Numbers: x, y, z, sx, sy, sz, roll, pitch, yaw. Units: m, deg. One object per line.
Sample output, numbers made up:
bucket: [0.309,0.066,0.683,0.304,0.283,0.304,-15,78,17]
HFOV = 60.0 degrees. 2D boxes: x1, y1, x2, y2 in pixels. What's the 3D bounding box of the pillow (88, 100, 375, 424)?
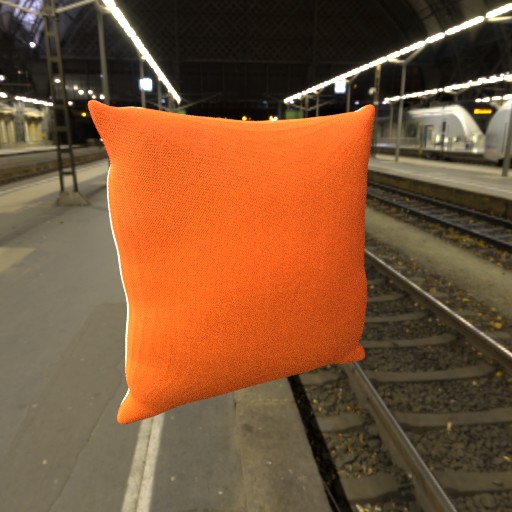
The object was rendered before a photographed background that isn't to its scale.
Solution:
pillow: [0.000,0.000,0.664,0.440,0.441,0.182,-8,17,-27]
